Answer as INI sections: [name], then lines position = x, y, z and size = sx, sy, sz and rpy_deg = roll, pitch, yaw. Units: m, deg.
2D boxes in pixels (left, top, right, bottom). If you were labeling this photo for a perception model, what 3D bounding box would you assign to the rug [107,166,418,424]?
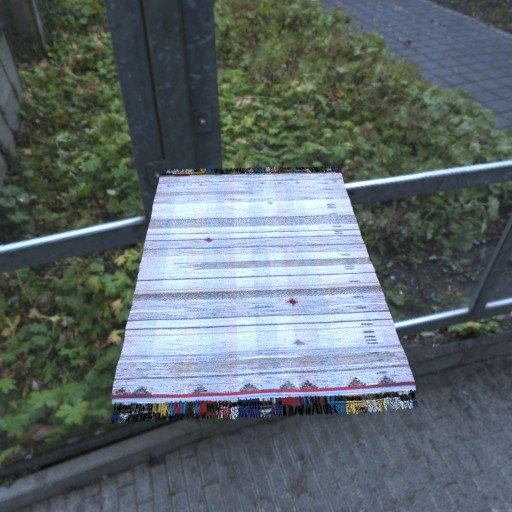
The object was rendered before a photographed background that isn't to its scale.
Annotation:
[rug]
position = 0.000, 0.000, 2.346
size = 1.217, 0.012, 1.848
rpy_deg = -2, 41, -2
